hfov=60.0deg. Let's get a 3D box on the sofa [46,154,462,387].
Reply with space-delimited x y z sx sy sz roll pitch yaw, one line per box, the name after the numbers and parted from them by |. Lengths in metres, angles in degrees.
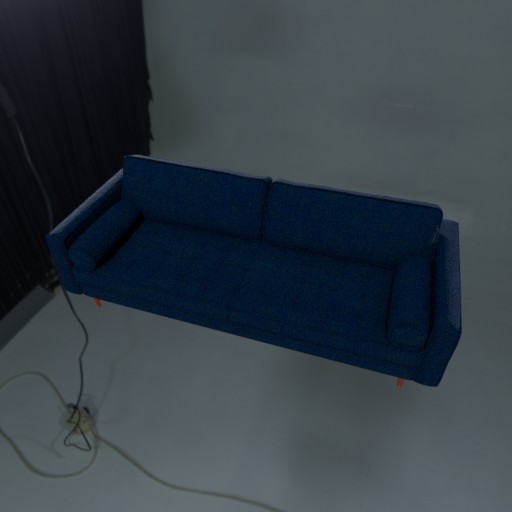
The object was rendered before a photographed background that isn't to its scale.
0.000 0.000 2.642 2.210 0.762 0.914 12 42 14 | sofa
